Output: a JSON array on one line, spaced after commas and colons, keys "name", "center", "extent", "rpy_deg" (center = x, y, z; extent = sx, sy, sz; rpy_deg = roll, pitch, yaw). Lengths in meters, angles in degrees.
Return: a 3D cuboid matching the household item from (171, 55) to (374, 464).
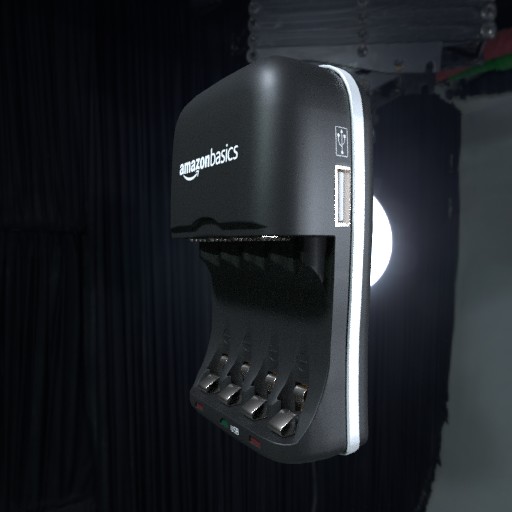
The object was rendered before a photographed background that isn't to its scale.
[{"name": "household item", "center": [0.000, 0.000, 0.144], "extent": [0.038, 0.114, 0.070], "rpy_deg": [-1, 2, -35]}]
